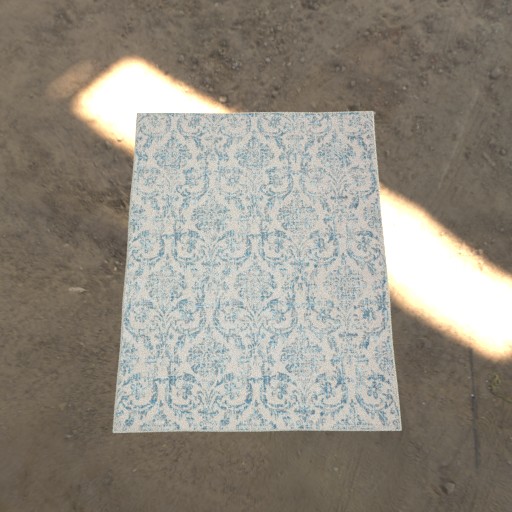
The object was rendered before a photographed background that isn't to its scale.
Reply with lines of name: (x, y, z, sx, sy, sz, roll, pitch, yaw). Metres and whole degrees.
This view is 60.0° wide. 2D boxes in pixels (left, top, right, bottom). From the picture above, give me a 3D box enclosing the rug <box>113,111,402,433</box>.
rug: (0.000, 0.000, 4.021, 2.363, 0.012, 2.980, 0, 75, 0)
